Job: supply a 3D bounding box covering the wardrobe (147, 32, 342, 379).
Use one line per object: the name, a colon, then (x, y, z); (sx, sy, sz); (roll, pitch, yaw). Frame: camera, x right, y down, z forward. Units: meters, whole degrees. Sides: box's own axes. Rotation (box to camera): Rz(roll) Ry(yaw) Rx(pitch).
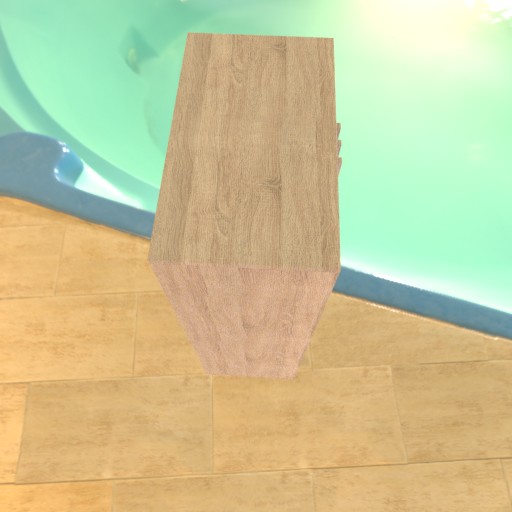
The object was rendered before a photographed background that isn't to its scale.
wardrobe: (0.000, 0.000, 2.421); (0.600, 1.960, 1.000); (3, 64, 1)
